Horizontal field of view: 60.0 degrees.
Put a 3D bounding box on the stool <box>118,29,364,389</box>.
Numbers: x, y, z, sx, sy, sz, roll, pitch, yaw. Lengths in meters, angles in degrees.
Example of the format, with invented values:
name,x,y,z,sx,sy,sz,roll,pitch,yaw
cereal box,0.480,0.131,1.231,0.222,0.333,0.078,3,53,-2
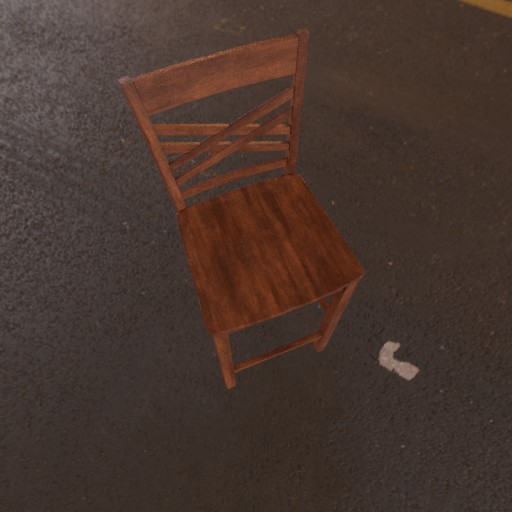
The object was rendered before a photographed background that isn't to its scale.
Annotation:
name,x,y,z,sx,sy,sz,roll,pitch,yaw
stool,0.000,0.000,1.351,0.433,1.105,0.487,-20,65,-10
